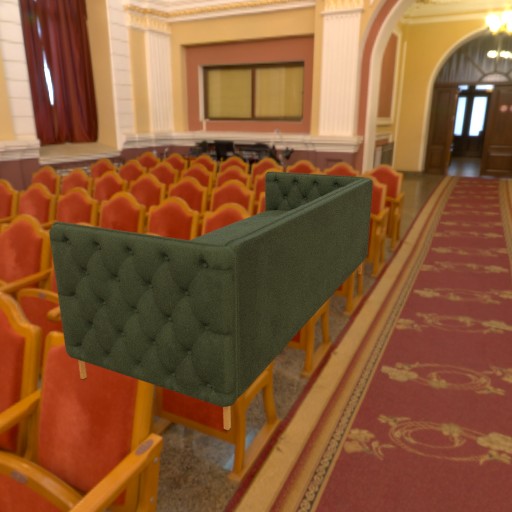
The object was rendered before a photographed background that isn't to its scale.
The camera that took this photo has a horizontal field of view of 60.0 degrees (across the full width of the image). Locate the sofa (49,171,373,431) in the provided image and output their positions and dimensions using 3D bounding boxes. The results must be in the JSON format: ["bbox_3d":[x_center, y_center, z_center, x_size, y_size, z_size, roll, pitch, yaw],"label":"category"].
[{"bbox_3d":[0.000,0.000,2.694,0.895,0.771,2.209,9,19,26],"label":"sofa"}]
